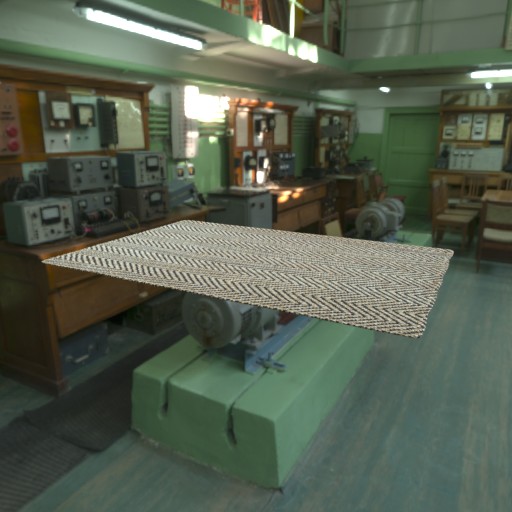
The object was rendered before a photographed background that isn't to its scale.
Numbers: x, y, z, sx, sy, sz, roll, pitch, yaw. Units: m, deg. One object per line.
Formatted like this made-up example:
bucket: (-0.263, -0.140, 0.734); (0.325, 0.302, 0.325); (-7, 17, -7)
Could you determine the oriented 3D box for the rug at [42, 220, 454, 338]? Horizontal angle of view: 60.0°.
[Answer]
rug: (0.000, 0.000, 2.334); (1.828, 0.008, 1.219); (8, 18, 27)
